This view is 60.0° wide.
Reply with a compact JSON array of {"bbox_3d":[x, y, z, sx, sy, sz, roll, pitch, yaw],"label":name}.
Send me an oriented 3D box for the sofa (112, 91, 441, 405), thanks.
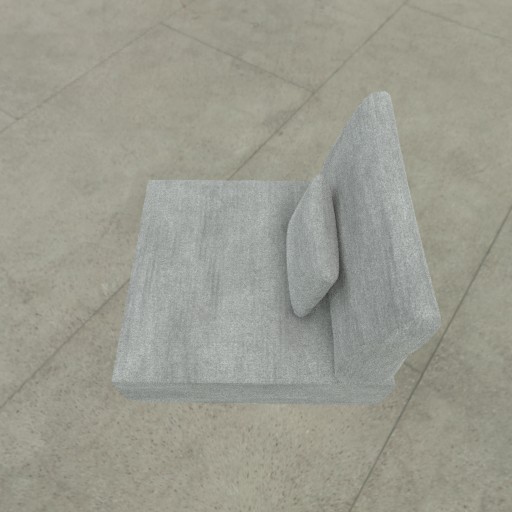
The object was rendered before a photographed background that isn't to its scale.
[{"bbox_3d":[0.000,0.000,1.695,1.000,0.820,0.930,1,58,0],"label":"sofa"}]
